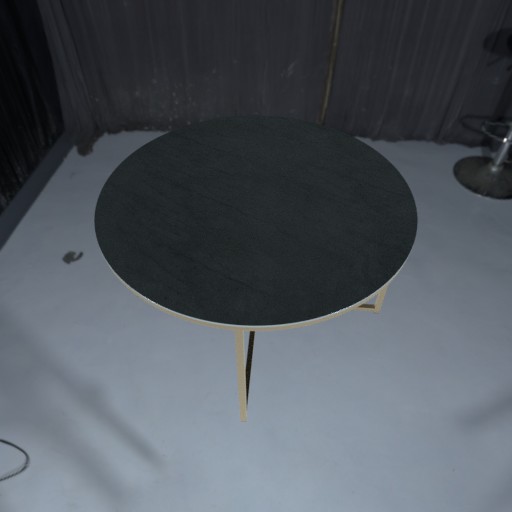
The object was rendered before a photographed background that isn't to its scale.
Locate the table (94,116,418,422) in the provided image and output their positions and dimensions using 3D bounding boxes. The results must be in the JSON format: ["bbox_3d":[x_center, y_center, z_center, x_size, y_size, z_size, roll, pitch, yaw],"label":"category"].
[{"bbox_3d":[0.000,0.000,1.293,0.800,0.450,0.800,0,46,0],"label":"table"}]
